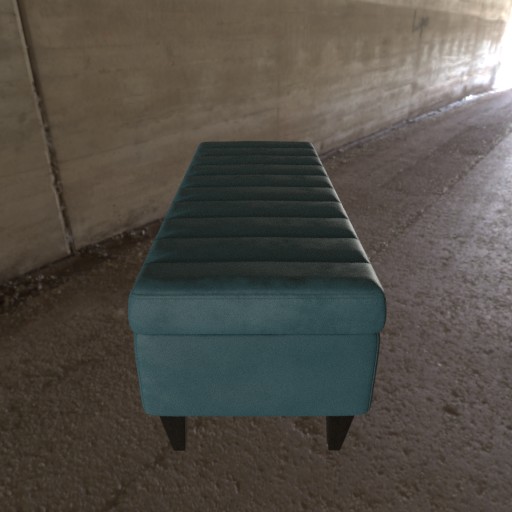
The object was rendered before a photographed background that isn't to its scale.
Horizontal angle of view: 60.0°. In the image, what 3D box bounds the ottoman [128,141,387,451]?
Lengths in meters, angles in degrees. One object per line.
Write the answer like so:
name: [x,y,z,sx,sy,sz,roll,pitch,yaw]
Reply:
ottoman: [0.000,0.000,1.382,0.482,0.469,1.151,0,27,0]
